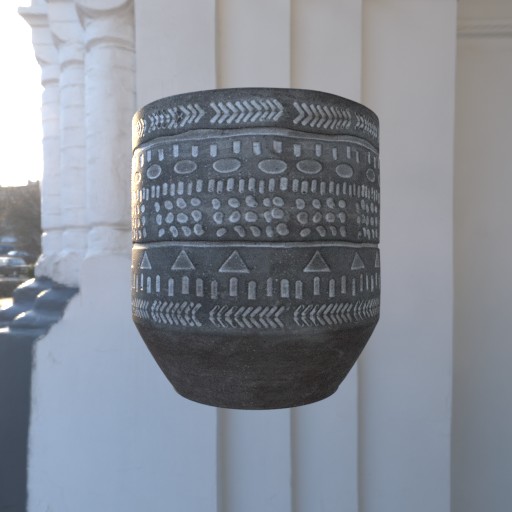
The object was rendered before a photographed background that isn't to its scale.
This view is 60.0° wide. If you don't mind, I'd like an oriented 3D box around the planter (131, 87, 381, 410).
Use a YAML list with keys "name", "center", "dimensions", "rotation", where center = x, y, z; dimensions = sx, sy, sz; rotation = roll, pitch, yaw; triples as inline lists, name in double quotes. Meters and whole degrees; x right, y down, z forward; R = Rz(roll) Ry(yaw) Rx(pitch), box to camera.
- name: "planter"
  center: [0.000, 0.000, 0.225]
  dimensions: [0.122, 0.128, 0.122]
  rotation: [0, 0, 0]
